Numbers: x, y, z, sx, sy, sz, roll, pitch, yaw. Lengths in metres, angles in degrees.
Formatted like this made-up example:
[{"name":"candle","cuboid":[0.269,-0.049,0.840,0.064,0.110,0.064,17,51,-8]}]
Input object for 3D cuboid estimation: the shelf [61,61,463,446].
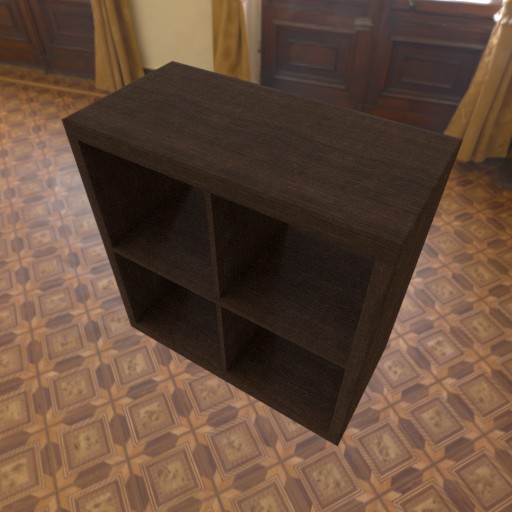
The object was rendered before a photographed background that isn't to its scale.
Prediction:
[{"name":"shelf","cuboid":[0.000,0.000,1.247,0.790,0.786,0.390,24,50,22]}]
